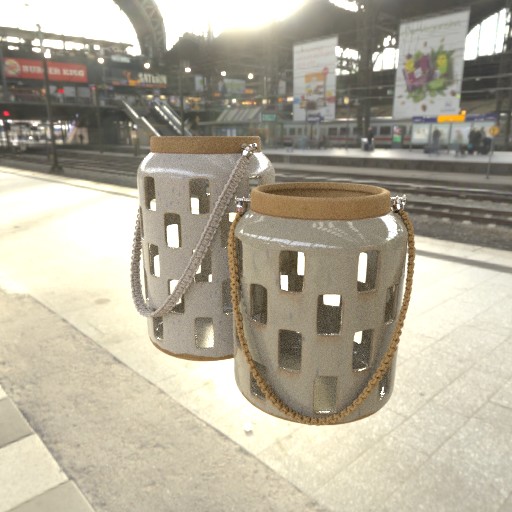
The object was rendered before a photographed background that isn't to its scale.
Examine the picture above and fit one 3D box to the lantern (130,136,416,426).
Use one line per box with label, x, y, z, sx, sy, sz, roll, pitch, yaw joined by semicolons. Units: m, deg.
lantern;0.000;0.000;0.490;0.347;0.255;0.184;15;21;43
